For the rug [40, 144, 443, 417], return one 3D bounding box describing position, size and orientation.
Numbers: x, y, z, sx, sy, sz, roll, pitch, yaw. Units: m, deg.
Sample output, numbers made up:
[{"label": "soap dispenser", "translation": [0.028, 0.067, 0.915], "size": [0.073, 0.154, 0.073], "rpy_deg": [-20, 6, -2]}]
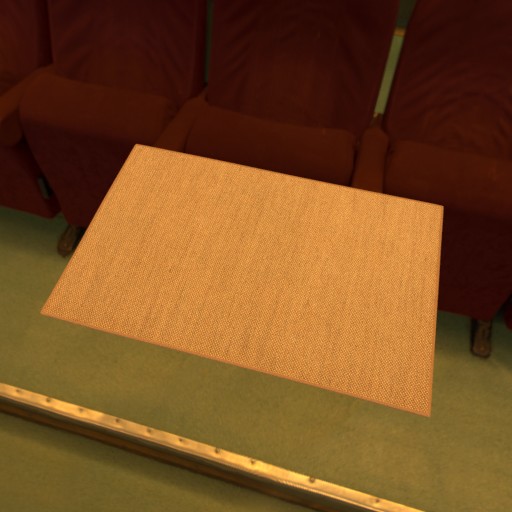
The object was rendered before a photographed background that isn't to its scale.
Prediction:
[{"label": "rug", "translation": [0.000, 0.000, 2.075], "size": [1.668, 0.012, 1.061], "rpy_deg": [13, 59, 8]}]
